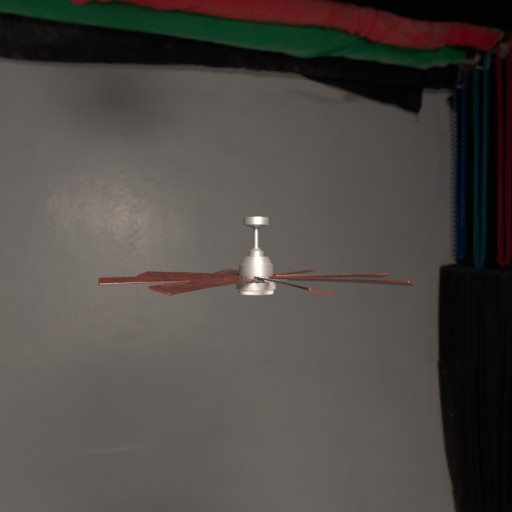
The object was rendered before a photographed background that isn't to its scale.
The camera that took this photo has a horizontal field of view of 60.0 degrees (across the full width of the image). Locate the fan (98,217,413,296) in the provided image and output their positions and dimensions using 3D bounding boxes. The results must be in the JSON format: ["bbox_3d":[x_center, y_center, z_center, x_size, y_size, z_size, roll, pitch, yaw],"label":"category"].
[{"bbox_3d":[0.000,0.000,2.727,1.830,0.472,1.830,0,1,-17],"label":"fan"}]
